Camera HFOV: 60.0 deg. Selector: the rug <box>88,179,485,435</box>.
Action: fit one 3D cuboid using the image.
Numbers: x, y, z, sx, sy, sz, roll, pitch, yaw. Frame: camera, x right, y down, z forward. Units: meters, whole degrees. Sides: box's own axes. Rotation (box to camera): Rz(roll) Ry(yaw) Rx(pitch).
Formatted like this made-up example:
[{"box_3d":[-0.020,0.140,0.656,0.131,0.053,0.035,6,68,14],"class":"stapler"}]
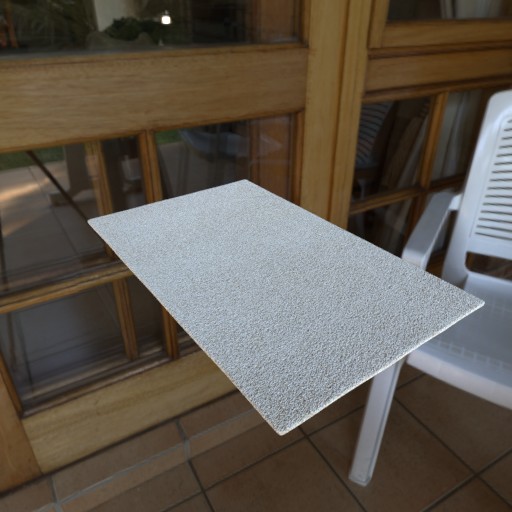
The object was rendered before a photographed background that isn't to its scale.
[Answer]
[{"box_3d":[0.000,0.000,3.031,1.524,0.030,2.438,-20,36,-30],"class":"rug"}]
